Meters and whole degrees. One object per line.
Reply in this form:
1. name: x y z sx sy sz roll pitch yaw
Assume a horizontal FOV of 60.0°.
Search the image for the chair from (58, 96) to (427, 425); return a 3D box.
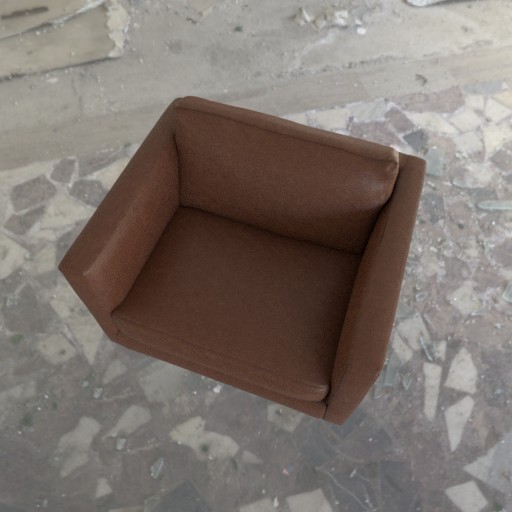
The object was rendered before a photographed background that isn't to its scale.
1. chair: 0.000 0.000 1.831 1.107 0.917 0.959 17 60 10
